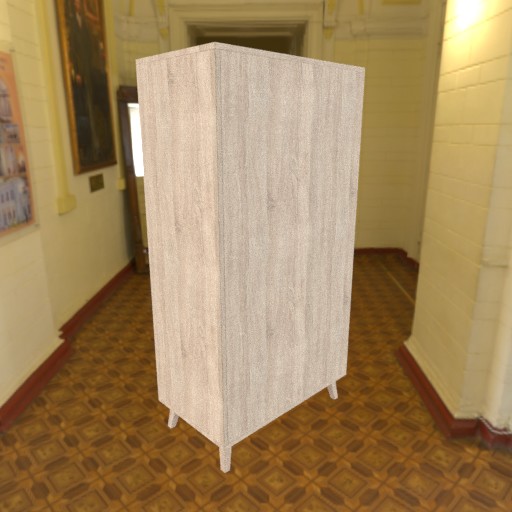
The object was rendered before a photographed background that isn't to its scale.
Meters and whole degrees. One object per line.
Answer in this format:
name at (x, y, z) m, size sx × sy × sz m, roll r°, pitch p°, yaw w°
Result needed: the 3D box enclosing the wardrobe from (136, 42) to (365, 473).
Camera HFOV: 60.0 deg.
wardrobe at (0.000, 0.000, 2.444) m, size 1.000 × 1.960 × 0.600 m, roll -15°, pitch 21°, yaw -42°
